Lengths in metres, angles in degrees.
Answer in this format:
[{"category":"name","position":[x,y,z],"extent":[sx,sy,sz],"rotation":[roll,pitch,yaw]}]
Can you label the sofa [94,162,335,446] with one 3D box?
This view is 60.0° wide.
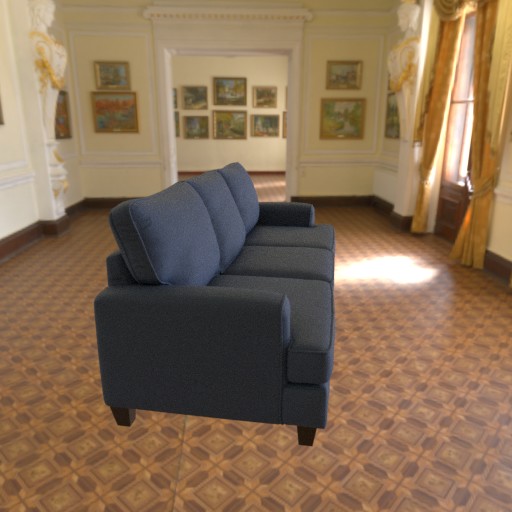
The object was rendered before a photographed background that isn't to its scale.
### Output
[{"category":"sofa","position":[0.000,0.000,2.665],"extent":[0.951,0.965,2.158],"rotation":[3,17,9]}]
